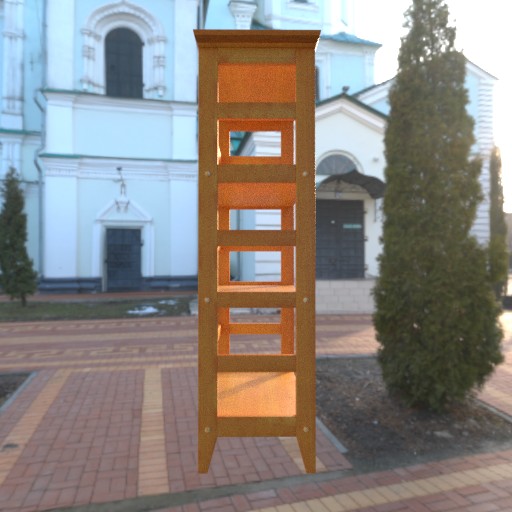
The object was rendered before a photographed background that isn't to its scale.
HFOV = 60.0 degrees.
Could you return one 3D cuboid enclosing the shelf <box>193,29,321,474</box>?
[{"bbox_3d":[0.000,0.000,1.375,0.305,1.067,0.660,0,-1,0],"label":"shelf"}]
